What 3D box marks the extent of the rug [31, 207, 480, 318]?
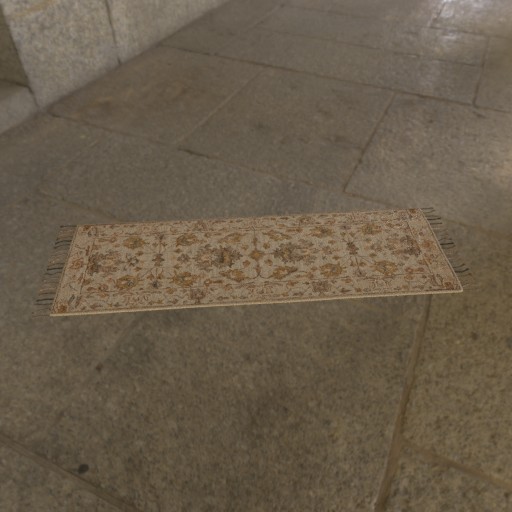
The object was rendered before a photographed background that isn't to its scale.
[{"bbox_3d":[0.000,0.000,2.631,2.438,0.021,0.729,-3,46,-3],"label":"rug"}]
